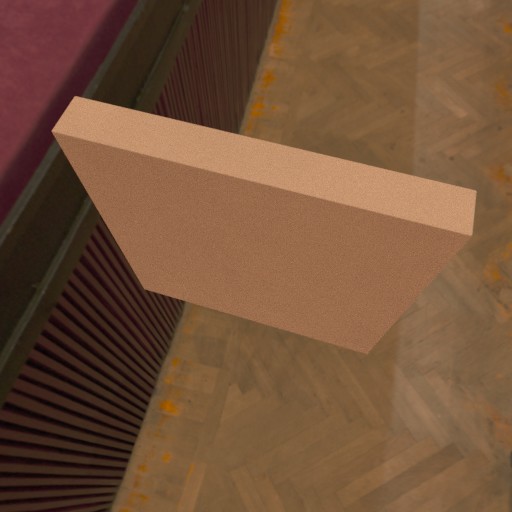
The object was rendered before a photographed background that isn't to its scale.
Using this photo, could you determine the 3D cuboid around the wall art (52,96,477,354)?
[{"bbox_3d":[0.000,0.000,0.452,0.305,0.305,0.038,15,64,8],"label":"wall art"}]
